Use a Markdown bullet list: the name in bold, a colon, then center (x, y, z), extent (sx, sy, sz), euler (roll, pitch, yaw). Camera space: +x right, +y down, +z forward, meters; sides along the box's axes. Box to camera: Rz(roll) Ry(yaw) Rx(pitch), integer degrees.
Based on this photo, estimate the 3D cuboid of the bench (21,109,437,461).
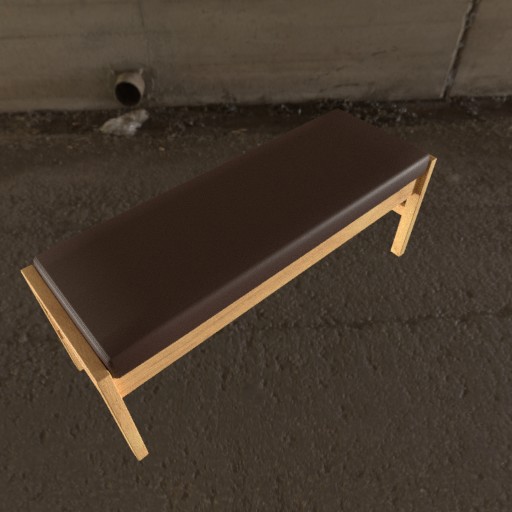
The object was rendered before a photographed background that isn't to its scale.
- **bench**: center (0.000, 0.000, 1.415), extent (1.200, 0.480, 0.405), euler (-32, 54, -27)
